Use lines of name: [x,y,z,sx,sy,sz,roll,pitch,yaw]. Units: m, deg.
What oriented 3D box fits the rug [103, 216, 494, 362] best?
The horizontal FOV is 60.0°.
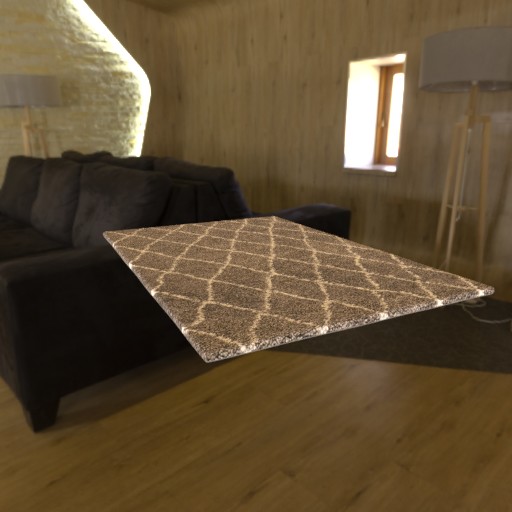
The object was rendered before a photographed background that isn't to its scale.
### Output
rug: [0.000,0.000,2.243,1.219,0.030,1.778,-8,17,-26]
